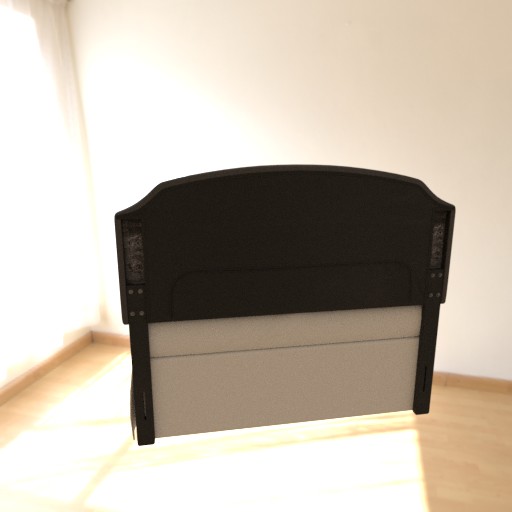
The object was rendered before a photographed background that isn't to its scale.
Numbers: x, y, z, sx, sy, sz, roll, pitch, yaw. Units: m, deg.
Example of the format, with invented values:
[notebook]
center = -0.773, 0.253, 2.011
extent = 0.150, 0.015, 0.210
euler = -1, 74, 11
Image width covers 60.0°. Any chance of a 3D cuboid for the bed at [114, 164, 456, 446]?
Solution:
[bed]
center = 0.000, 0.000, 2.968
extent = 1.558, 1.270, 1.999
euler = -2, 14, -10
